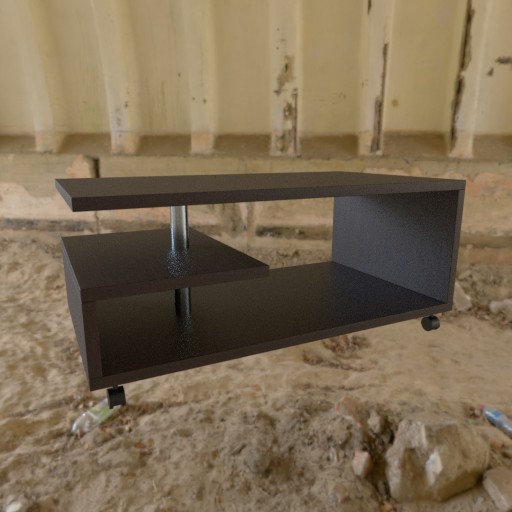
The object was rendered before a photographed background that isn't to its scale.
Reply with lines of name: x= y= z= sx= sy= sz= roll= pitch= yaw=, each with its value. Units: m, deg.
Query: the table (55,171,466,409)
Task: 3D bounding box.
table: x=0.000 y=0.000 z=1.349 sx=1.050 sy=0.460 sz=0.590 roll=-7 pitch=15 yaw=-26
